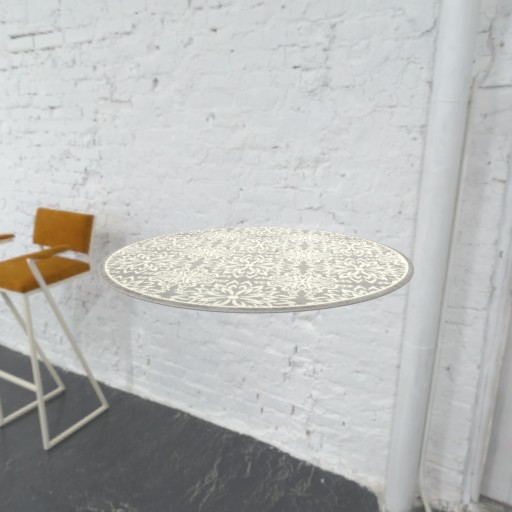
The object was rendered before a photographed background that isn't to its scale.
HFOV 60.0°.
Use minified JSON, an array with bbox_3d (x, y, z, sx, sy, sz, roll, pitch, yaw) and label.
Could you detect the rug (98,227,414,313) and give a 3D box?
[{"bbox_3d":[0.000,0.000,2.361,1.593,0.012,1.593,0,15,0],"label":"rug"}]
